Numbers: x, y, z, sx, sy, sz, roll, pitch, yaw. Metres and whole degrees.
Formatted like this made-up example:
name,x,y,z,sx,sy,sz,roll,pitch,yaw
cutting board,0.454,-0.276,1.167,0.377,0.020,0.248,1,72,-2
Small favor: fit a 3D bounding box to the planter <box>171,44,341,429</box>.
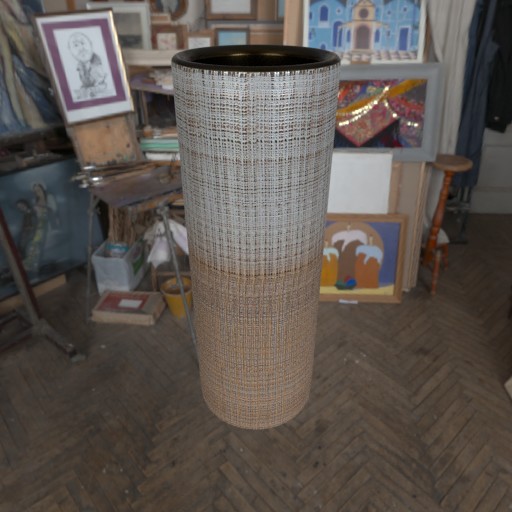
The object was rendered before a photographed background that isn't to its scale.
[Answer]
name,x,y,z,sx,sy,sz,roll,pitch,yaw
planter,0.000,0.000,0.332,0.099,0.278,0.099,-20,37,-29
